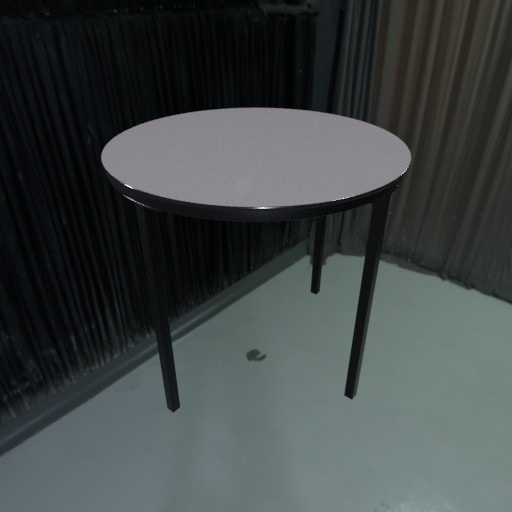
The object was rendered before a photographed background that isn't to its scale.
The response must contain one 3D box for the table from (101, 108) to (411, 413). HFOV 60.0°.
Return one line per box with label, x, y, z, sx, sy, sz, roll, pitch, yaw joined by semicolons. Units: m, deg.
table;0.000;0.000;0.858;0.499;0.443;0.499;0;32;0
